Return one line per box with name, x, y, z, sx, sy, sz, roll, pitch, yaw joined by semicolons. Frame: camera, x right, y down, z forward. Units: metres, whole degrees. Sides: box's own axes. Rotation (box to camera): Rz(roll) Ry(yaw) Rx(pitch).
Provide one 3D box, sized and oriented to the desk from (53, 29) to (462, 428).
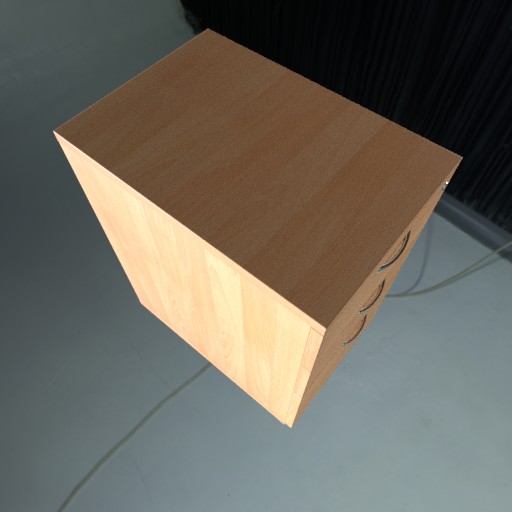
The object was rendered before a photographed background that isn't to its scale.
desk;0.000;0.000;1.077;0.600;0.730;0.404;35;65;19
